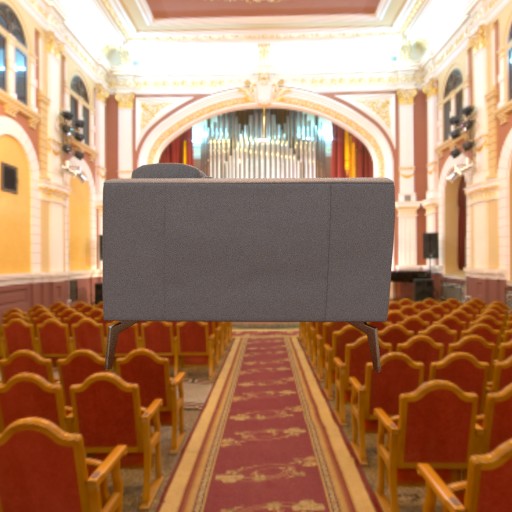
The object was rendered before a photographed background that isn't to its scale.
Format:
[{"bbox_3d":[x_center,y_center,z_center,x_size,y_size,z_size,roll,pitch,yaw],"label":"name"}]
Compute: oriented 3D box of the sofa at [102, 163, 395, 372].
[{"bbox_3d":[0.000,0.000,2.397,1.003,0.779,1.895,0,0,2],"label":"sofa"}]
